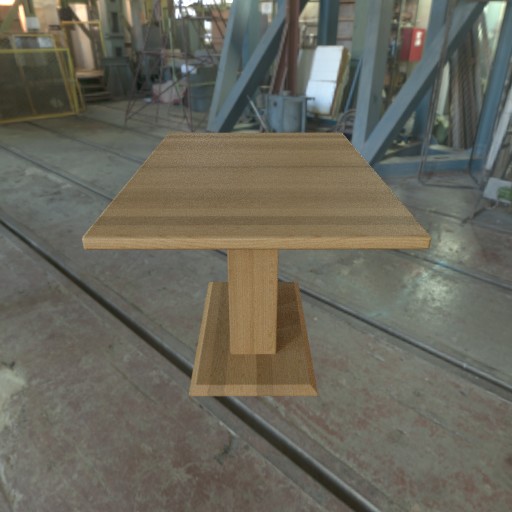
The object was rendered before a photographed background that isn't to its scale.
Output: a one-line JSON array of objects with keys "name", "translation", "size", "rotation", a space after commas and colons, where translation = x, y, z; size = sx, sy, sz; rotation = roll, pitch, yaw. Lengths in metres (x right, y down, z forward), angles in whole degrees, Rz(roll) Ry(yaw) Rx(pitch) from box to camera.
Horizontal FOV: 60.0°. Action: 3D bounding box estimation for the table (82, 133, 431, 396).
[{"name": "table", "translation": [0.000, 0.000, 1.883], "size": [0.900, 0.770, 1.300], "rotation": [0, 27, 0]}]
